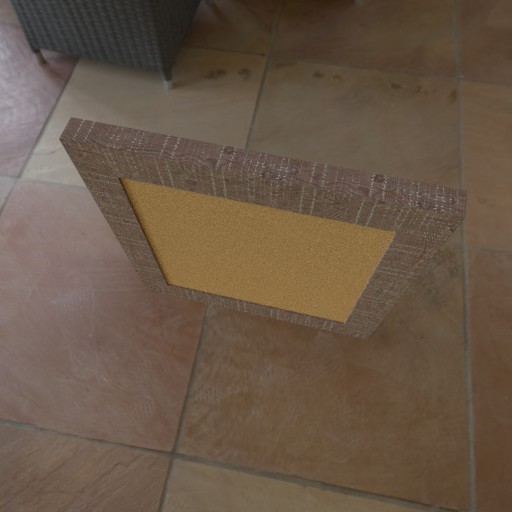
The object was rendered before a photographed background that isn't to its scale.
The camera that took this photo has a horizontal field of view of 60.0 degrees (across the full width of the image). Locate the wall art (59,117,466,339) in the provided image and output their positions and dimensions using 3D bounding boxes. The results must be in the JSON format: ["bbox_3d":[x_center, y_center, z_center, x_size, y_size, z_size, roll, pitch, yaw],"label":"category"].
[{"bbox_3d":[0.000,0.000,0.809,0.531,0.531,0.040,12,64,6],"label":"wall art"}]
